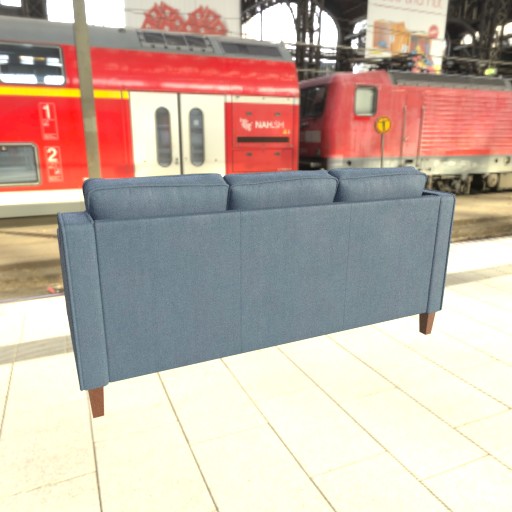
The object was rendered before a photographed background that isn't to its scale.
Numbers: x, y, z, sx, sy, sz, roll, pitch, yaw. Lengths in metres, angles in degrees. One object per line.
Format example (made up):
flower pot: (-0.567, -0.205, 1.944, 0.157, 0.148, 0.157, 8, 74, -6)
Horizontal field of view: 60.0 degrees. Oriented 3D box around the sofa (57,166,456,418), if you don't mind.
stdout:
sofa: (0.000, 0.000, 2.478, 1.986, 0.974, 0.911, -7, 17, -25)
